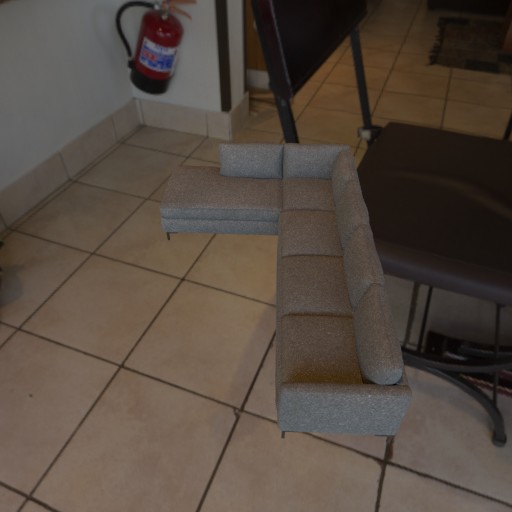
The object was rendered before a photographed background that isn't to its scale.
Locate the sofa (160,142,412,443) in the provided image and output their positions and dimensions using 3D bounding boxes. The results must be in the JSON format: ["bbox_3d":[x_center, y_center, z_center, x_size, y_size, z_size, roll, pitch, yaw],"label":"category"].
[{"bbox_3d":[0.000,0.000,3.878,2.007,0.815,2.949,2,42,2],"label":"sofa"}]
